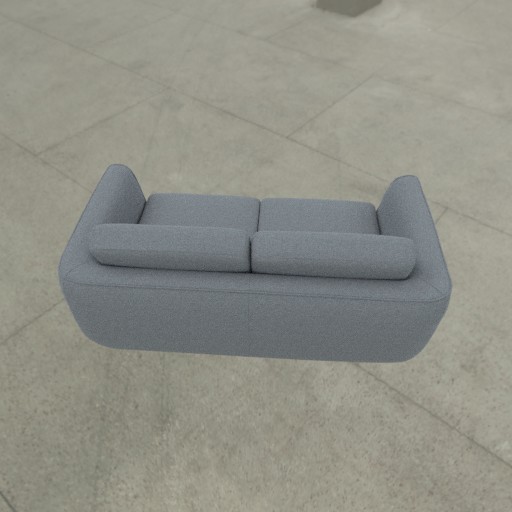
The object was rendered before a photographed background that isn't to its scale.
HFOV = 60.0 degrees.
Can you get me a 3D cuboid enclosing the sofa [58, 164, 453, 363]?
[{"bbox_3d":[0.000,0.000,2.237,1.700,0.850,0.920,3,47,3],"label":"sofa"}]
